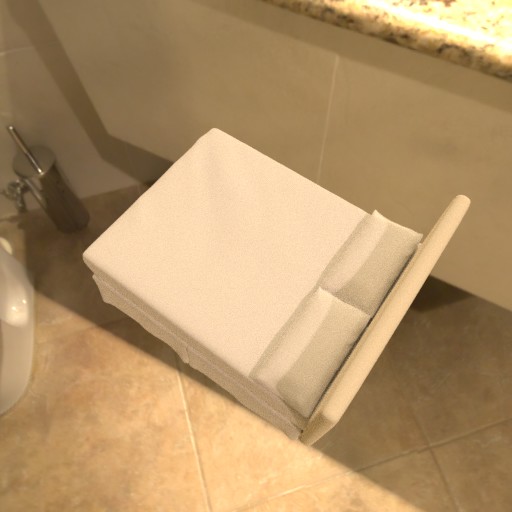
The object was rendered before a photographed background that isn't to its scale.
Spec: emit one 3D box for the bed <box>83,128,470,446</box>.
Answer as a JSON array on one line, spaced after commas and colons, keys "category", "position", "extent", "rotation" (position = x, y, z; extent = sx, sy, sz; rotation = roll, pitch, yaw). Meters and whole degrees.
[{"category": "bed", "position": [0.000, 0.000, 3.298], "extent": [2.147, 1.330, 1.714], "rotation": [33, 67, 16]}]
